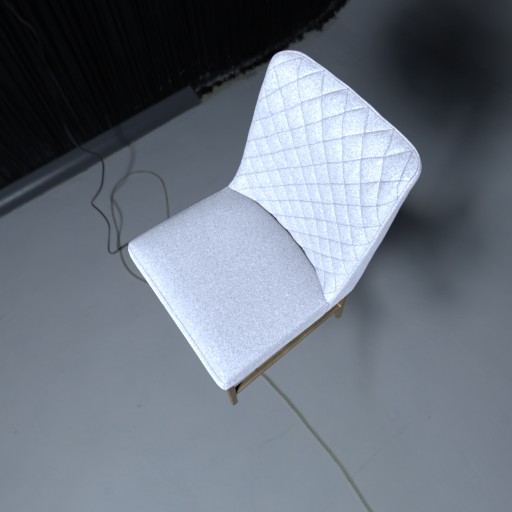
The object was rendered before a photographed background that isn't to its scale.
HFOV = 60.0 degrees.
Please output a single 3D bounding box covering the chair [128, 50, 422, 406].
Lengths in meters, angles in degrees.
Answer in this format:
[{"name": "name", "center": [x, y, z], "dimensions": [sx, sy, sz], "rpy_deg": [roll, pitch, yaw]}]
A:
[{"name": "chair", "center": [0.000, 0.000, 1.282], "dimensions": [0.587, 0.889, 0.508], "rpy_deg": [-33, 68, -15]}]
